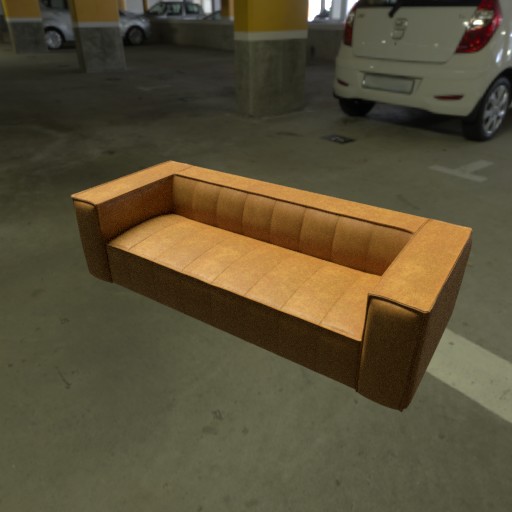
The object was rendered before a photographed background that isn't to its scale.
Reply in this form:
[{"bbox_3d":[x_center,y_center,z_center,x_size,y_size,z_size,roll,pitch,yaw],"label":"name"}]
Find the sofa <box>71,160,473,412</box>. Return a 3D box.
[{"bbox_3d":[0.000,0.000,3.118,2.581,0.701,1.102,18,34,29],"label":"sofa"}]
